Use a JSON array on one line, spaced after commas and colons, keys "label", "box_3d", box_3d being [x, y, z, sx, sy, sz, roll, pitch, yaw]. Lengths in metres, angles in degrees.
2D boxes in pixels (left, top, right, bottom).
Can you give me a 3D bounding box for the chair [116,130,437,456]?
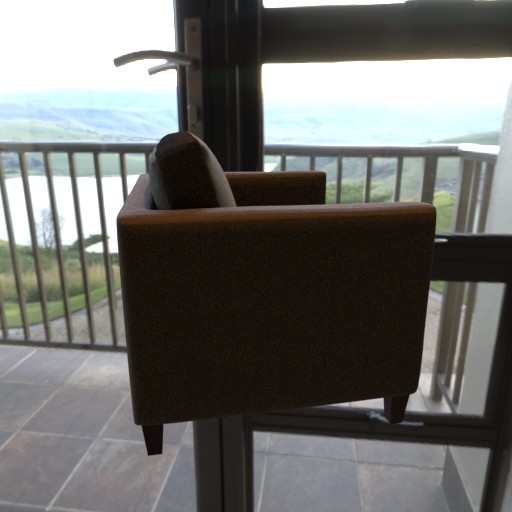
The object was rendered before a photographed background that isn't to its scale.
[{"label": "chair", "box_3d": [0.000, 0.000, 1.787, 0.959, 0.963, 1.107, -3, 17, -10]}]
